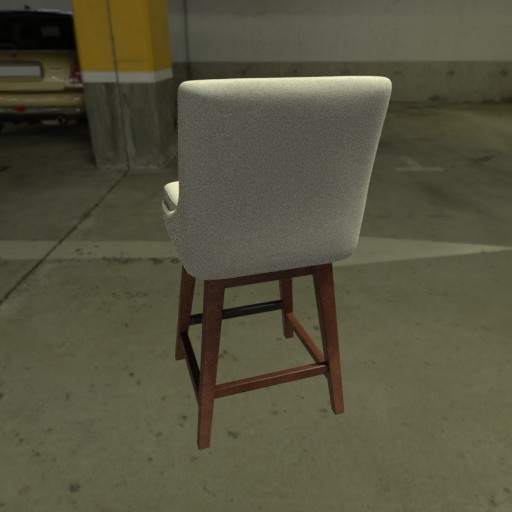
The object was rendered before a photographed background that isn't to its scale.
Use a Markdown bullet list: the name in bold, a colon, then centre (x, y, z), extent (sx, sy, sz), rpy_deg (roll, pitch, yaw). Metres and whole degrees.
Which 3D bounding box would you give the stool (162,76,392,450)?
- **stool**: centre (0.000, 0.000, 1.284), extent (0.469, 0.991, 0.559), rpy_deg (-8, 27, -16)
